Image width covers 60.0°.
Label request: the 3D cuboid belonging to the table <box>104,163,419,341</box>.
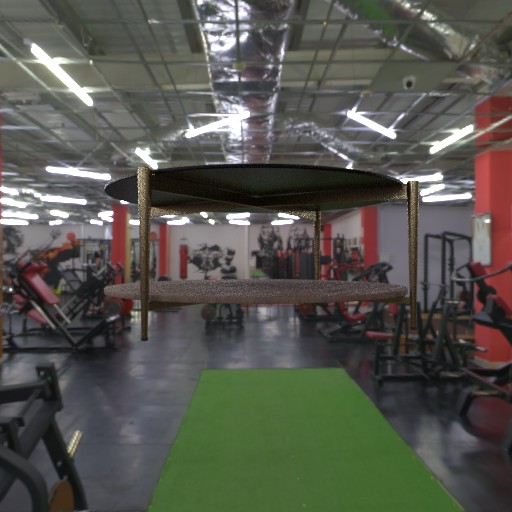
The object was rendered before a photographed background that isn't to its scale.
[{"bbox_3d":[0.000,0.000,1.447,0.938,0.400,0.938,0,-1,1],"label":"table"}]
